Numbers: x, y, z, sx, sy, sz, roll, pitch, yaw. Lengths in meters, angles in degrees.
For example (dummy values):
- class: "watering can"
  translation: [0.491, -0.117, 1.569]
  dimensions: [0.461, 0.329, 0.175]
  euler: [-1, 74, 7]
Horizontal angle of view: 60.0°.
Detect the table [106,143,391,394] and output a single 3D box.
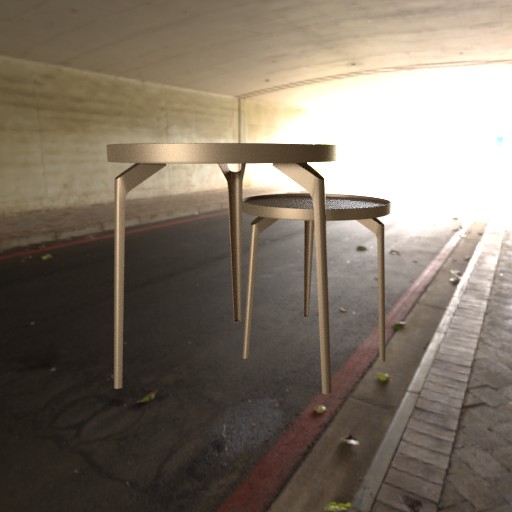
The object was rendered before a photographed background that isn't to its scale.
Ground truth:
- class: "table"
  translation: [0.000, 0.000, 1.148]
  dimensions: [0.751, 0.555, 0.532]
  euler: [-7, 15, -26]
